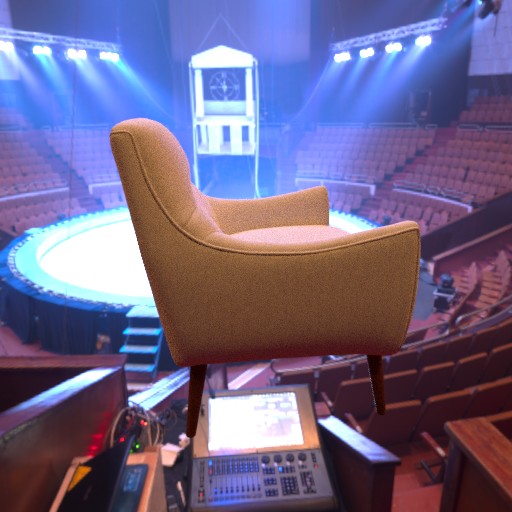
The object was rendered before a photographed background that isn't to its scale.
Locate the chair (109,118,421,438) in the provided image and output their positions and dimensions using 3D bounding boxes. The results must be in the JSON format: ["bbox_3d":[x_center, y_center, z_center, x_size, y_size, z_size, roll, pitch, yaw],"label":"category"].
[{"bbox_3d":[0.000,0.000,1.420,0.787,0.838,0.762,-3,17,-10],"label":"chair"}]
